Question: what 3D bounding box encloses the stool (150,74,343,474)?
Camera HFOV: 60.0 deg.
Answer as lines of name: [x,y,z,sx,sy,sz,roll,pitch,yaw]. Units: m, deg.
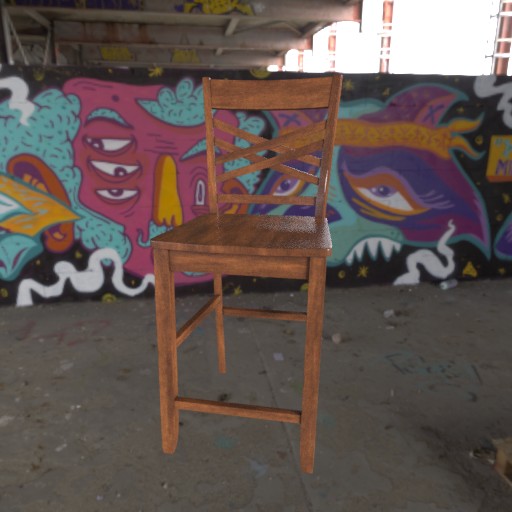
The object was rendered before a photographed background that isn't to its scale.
stool: [0.000,0.000,1.352,0.462,1.079,0.539,3,16,11]
